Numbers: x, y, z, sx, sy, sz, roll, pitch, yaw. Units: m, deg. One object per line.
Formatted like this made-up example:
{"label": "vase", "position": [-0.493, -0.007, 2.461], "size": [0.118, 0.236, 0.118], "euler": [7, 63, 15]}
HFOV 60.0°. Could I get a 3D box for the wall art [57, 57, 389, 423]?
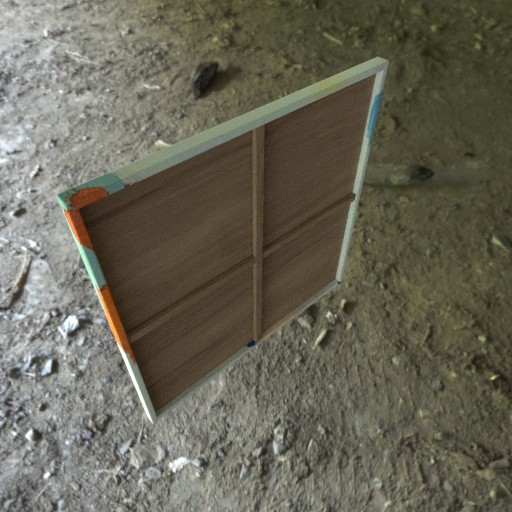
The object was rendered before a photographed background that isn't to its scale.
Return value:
{"label": "wall art", "position": [0.000, 0.000, 1.466], "size": [1.017, 1.017, 0.044], "euler": [-32, 54, -27]}
